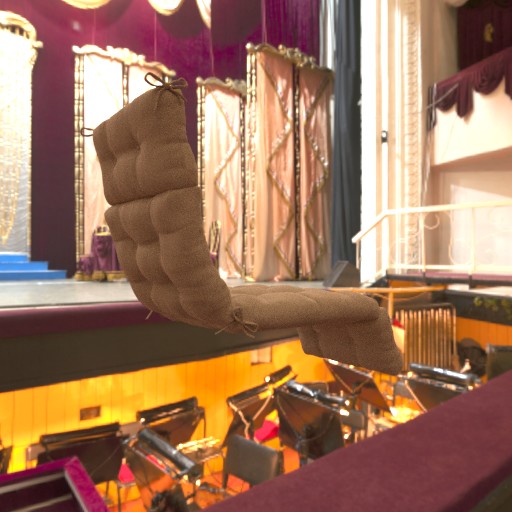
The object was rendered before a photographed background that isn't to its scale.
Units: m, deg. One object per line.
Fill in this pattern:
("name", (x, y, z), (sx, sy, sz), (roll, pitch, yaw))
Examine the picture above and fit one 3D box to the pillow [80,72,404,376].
("pillow", (0.000, 0.000, 1.503), (1.016, 0.863, 0.526), (0, 0, -38))
